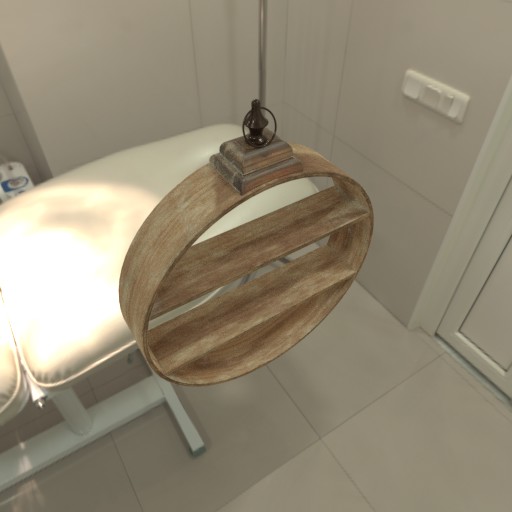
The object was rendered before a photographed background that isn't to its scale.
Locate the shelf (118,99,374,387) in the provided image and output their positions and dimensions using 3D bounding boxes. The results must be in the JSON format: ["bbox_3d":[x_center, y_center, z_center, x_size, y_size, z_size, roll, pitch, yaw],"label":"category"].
[{"bbox_3d":[0.000,0.000,0.979,0.601,0.725,0.125,-25,50,-22],"label":"shelf"}]
